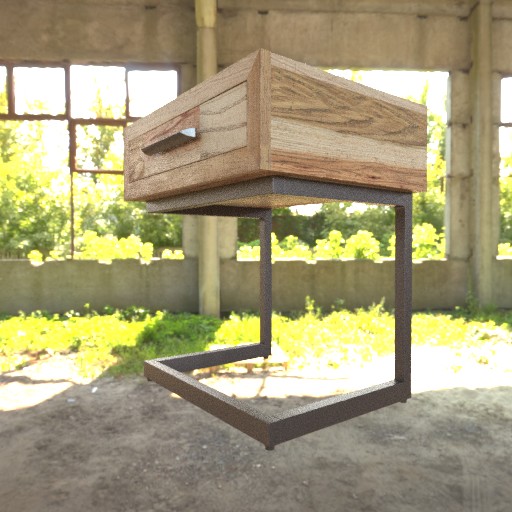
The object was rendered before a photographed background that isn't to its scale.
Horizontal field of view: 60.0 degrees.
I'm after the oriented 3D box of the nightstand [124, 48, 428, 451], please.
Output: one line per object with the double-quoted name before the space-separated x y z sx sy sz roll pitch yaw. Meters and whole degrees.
"nightstand" 0.000 0.000 1.010 0.481 0.632 0.558 -1 1 -37
